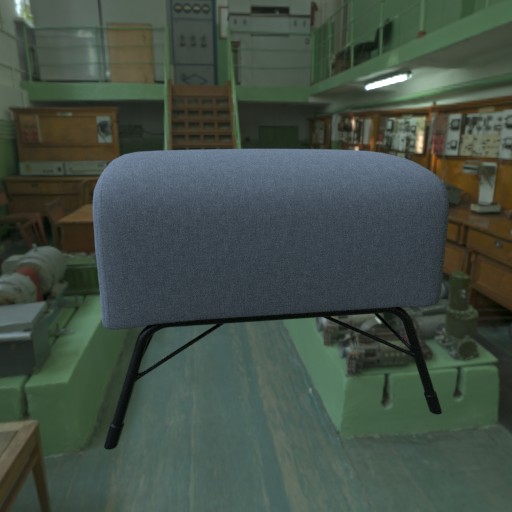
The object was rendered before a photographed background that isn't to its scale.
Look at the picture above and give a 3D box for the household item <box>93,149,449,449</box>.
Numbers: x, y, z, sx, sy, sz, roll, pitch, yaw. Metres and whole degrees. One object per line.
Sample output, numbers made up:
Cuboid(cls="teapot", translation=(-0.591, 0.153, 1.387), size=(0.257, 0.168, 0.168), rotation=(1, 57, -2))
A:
Cuboid(cls="household item", translation=(0.000, 0.000, 0.873), size=(0.530, 0.410, 0.530), rotation=(-2, 15, -9))
